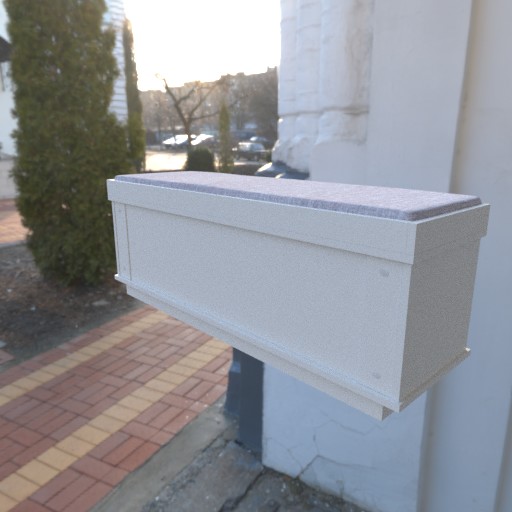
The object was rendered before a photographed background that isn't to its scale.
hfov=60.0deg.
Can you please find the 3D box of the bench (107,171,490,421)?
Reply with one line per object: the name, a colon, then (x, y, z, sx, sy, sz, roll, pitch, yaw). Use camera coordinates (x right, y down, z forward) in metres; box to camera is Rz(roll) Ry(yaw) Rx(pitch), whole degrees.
bench: (0.000, 0.000, 1.370, 0.363, 0.453, 1.196, -14, 20, -42)
